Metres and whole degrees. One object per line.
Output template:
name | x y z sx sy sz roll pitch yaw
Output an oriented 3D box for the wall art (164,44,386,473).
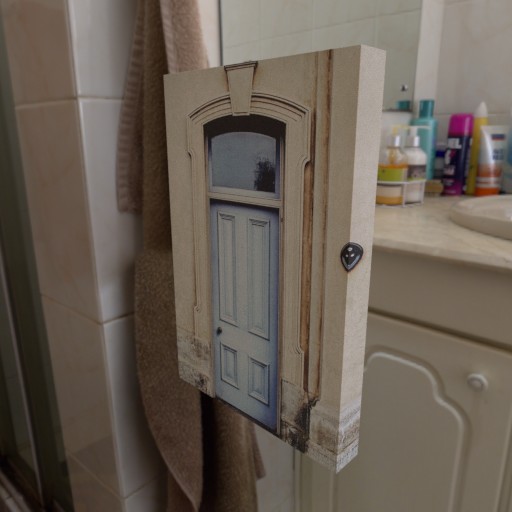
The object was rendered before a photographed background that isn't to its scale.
wall art | 0.000 0.000 0.477 0.254 0.381 0.038 14 21 42
